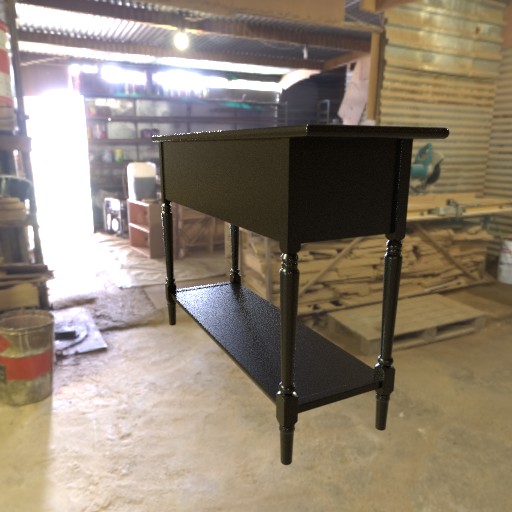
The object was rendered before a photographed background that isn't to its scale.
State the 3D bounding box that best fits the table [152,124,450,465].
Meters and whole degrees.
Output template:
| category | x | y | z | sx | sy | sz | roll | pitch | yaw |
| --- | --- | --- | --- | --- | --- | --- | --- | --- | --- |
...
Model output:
| category | x | y | z | sx | sy | sz | roll | pitch | yaw |
| --- | --- | --- | --- | --- | --- | --- | --- | --- | --- |
| table | 0.000 | 0.000 | 1.532 | 0.386 | 0.819 | 1.191 | -7 | 15 | -26 |
